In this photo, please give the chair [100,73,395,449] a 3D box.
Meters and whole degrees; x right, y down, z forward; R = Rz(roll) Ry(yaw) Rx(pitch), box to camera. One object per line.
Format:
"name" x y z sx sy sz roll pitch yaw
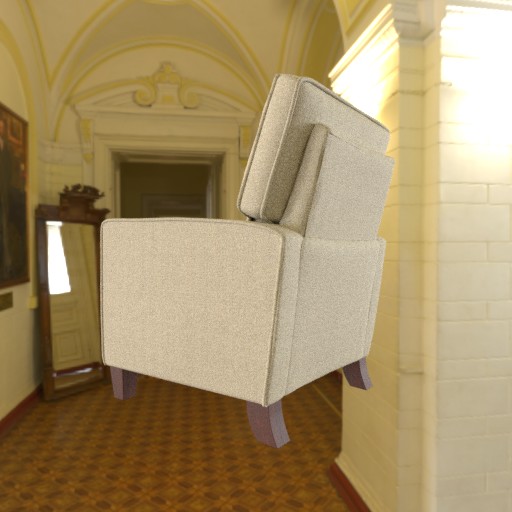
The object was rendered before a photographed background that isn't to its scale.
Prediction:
"chair" 0.000 0.000 1.422 0.754 0.888 0.648 1 1 36
